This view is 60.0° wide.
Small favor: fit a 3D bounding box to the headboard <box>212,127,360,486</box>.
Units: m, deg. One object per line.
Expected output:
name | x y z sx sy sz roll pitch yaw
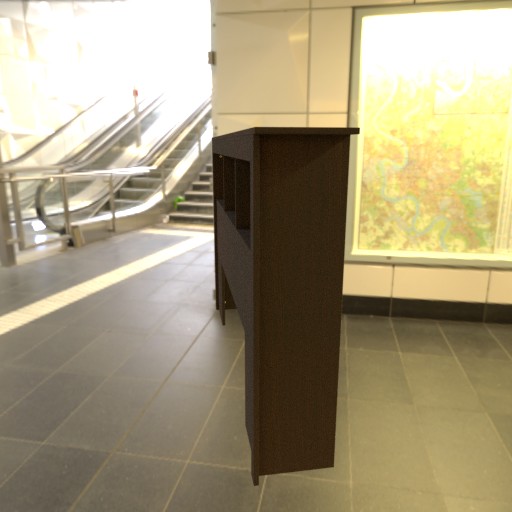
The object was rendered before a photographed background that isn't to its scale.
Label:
headboard | 0.000 0.000 2.068 0.279 1.092 1.671 -2 14 -9
